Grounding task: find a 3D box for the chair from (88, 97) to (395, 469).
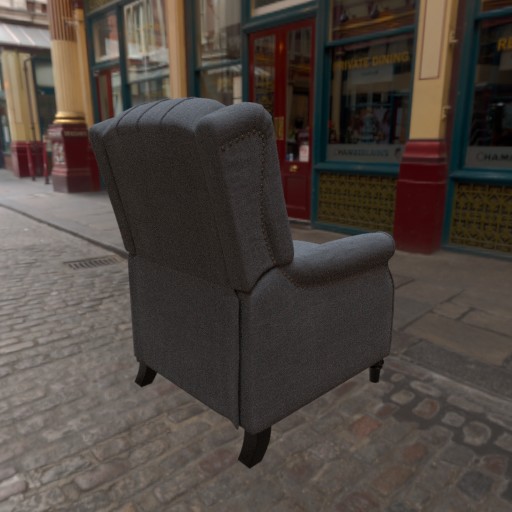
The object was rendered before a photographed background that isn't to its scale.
[{"bbox_3d":[0.000,0.000,1.607,0.898,1.035,0.742,-13,19,-42],"label":"chair"}]
